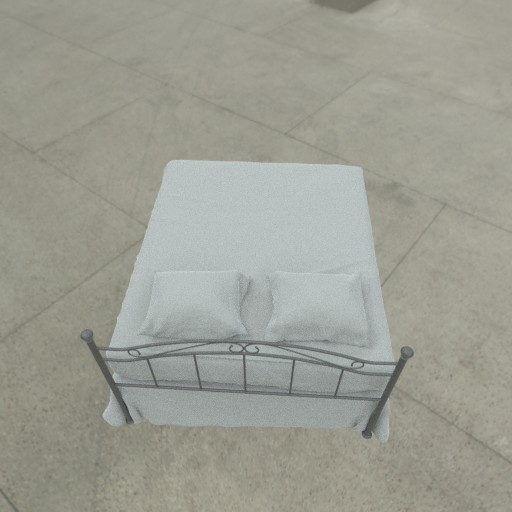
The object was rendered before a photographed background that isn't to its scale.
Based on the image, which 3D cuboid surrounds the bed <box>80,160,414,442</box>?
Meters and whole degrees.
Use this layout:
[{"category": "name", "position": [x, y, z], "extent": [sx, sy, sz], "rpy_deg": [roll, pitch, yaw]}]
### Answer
[{"category": "bed", "position": [0.000, 0.000, 3.269], "extent": [1.936, 1.080, 2.215], "rpy_deg": [3, 48, 2]}]
